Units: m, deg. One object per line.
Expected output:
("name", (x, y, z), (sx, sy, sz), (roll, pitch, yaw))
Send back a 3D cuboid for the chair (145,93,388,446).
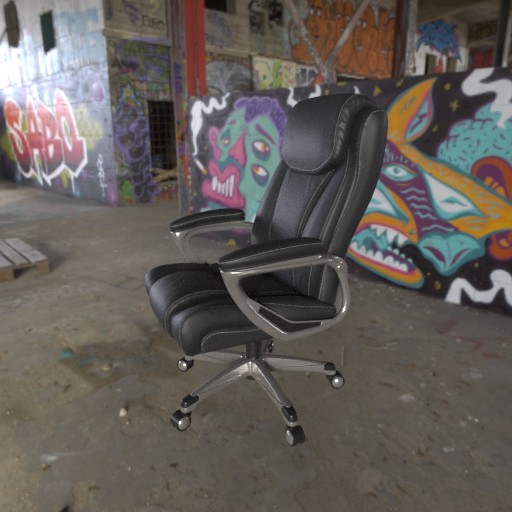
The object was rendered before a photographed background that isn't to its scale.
("chair", (0.000, 0.000, 1.676), (0.784, 1.167, 0.741), (-7, 17, -24))
